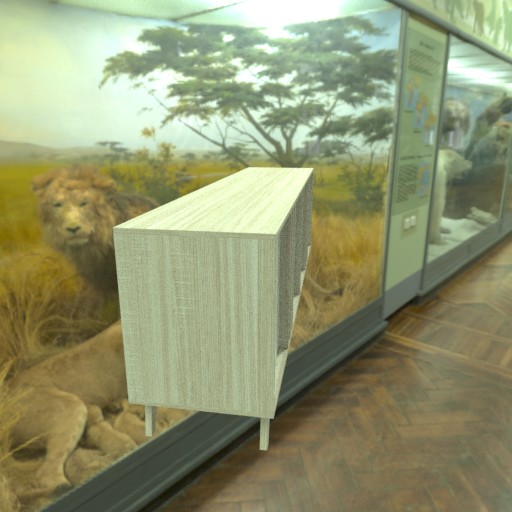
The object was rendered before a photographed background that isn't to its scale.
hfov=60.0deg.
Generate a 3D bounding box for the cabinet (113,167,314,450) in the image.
[{"bbox_3d":[0.000,0.000,2.455,0.500,0.780,2.200,3,16,10],"label":"cabinet"}]
